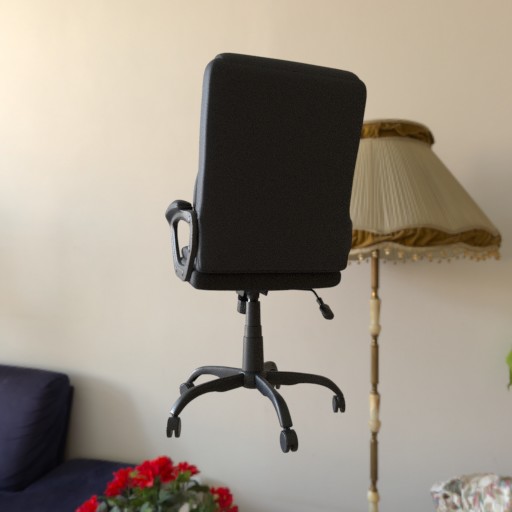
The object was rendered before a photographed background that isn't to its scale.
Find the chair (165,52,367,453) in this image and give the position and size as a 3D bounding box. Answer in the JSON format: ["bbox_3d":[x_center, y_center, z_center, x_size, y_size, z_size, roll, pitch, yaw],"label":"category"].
[{"bbox_3d":[0.000,0.000,1.481,0.615,1.072,0.655,0,-1,-19],"label":"chair"}]
